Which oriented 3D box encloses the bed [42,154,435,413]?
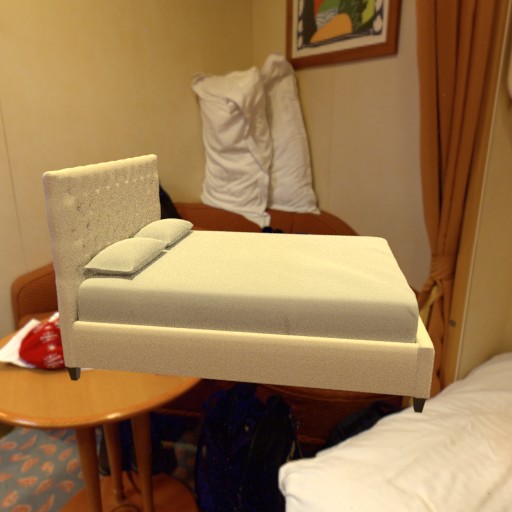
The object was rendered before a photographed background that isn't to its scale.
[{"bbox_3d":[0.000,0.000,3.461,2.387,1.427,1.698,3,17,9],"label":"bed"}]
